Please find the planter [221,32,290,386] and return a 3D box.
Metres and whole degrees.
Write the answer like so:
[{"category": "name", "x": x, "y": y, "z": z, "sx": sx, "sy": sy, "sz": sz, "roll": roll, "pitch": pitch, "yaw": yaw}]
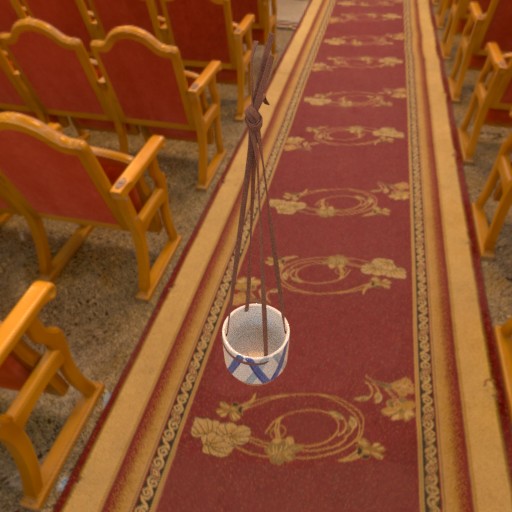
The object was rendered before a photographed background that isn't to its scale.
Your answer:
[{"category": "planter", "x": 0.000, "y": 0.000, "z": 0.825, "sx": 0.153, "sy": 0.753, "sz": 0.157, "roll": 10, "pitch": 46, "yaw": 9}]
